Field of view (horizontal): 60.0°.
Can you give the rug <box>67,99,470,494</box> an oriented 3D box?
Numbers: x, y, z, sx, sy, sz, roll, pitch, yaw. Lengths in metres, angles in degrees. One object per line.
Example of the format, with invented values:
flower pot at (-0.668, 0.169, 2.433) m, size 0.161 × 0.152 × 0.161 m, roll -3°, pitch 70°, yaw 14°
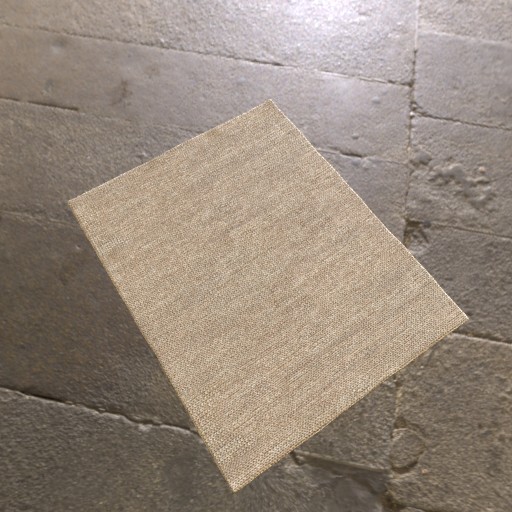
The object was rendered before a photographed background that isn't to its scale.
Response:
rug at (0.000, 0.000, 4.083) m, size 2.429 × 0.030 × 3.052 m, roll -31°, pitch 68°, yaw -14°
